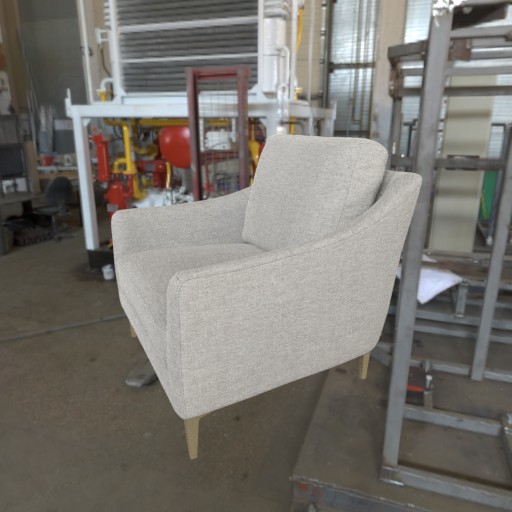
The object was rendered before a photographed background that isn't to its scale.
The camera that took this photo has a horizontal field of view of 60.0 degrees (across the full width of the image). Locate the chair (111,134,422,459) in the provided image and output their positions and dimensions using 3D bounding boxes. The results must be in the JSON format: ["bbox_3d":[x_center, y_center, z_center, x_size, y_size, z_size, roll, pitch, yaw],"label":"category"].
[{"bbox_3d":[0.000,0.000,1.734,0.961,0.902,0.986,-8,19,-25],"label":"chair"}]
